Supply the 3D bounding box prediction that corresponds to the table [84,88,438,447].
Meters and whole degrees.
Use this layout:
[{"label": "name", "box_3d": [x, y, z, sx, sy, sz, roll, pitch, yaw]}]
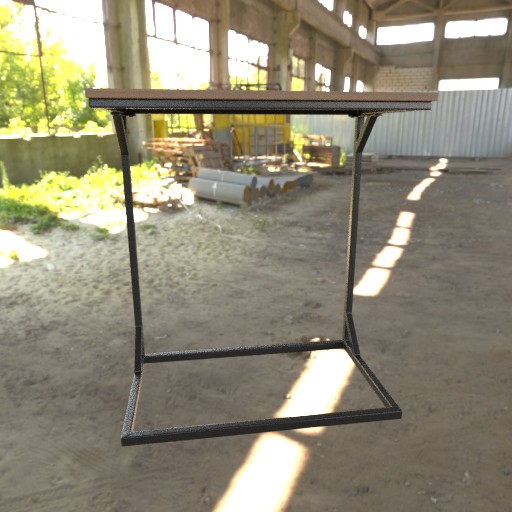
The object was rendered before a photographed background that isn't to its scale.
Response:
[{"label": "table", "box_3d": [0.000, 0.000, 0.997, 0.597, 0.673, 0.351, -2, 16, -8]}]
